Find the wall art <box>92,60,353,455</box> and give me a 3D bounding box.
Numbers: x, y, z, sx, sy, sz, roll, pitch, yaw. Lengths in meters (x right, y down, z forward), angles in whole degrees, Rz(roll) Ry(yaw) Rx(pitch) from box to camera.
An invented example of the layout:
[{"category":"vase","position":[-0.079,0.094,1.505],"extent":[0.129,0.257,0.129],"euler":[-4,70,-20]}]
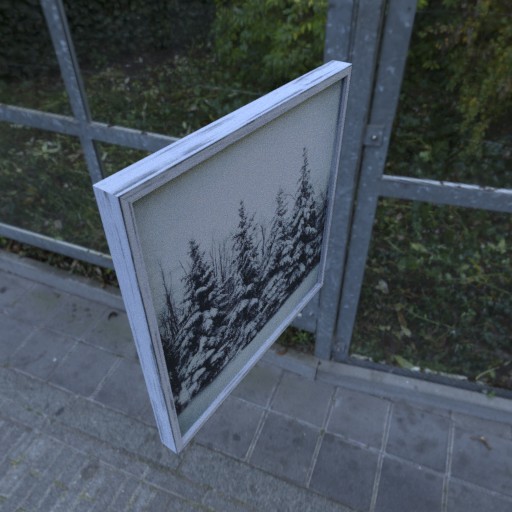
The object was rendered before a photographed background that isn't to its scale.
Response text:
[{"category":"wall art","position":[0.000,0.000,0.748],"extent":[0.038,0.506,0.506],"euler":[24,45,26]}]
